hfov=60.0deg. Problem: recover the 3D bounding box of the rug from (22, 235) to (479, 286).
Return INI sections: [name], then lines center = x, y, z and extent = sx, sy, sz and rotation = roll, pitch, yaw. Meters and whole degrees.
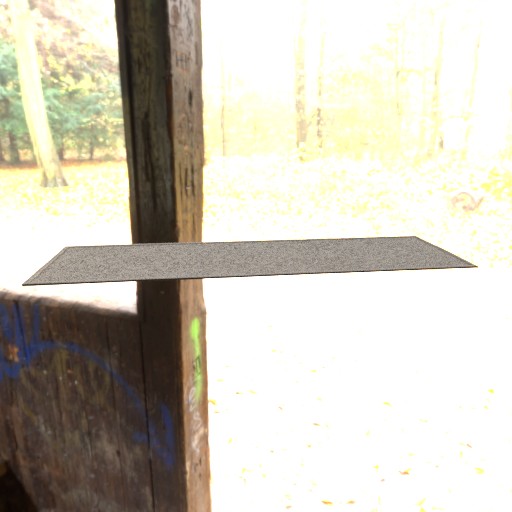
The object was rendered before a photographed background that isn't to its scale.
[rug]
center = 0.000, 0.000, 2.710
extent = 2.448, 0.012, 0.769
rotation = -2, 16, -7
